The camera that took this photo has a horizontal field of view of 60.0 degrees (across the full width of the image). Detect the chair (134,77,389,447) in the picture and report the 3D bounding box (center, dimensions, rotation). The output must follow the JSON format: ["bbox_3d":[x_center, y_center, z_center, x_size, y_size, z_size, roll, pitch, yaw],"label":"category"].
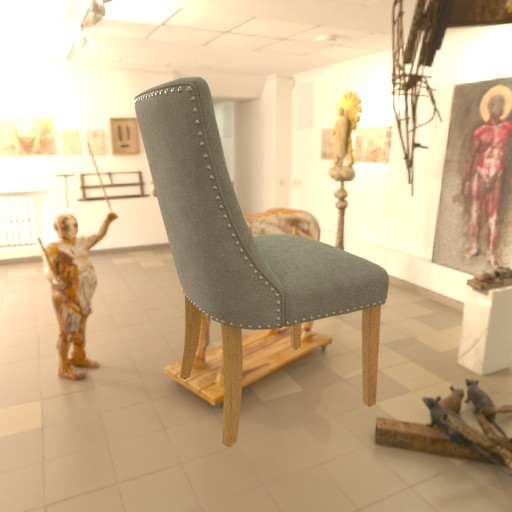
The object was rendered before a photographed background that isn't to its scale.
[{"bbox_3d":[0.000,0.000,1.293,0.610,0.902,0.495,-7,16,-26],"label":"chair"}]
